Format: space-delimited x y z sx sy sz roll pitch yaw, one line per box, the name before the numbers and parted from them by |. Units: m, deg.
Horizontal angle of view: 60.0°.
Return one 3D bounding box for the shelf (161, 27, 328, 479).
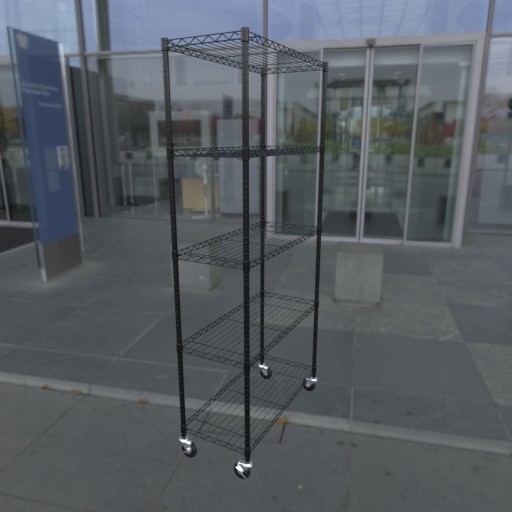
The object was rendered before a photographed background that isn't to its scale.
shelf | 0.000 0.000 1.937 0.356 1.645 0.762 8 17 27
